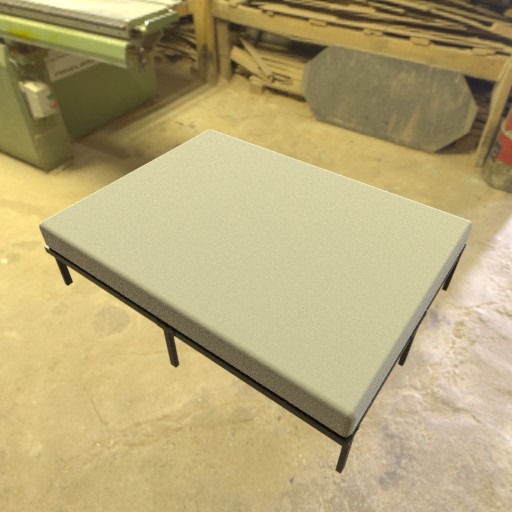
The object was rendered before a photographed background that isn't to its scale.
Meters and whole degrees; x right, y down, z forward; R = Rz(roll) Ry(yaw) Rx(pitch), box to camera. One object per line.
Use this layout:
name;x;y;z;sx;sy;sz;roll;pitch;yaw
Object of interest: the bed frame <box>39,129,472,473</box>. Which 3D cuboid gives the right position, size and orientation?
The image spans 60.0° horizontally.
bed frame;0.000;0.000;3.518;2.635;0.680;1.990;26;48;26
